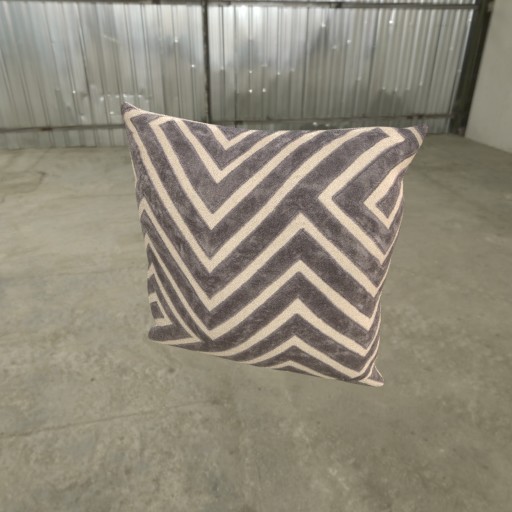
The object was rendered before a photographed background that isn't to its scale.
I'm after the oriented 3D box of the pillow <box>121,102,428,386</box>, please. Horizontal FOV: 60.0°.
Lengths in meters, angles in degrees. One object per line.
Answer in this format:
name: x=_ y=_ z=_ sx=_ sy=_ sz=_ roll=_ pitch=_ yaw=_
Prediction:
pillow: x=0.000 y=0.000 z=0.692 sx=0.440 sy=0.441 sz=0.182 roll=8 pitch=29 yaw=16
